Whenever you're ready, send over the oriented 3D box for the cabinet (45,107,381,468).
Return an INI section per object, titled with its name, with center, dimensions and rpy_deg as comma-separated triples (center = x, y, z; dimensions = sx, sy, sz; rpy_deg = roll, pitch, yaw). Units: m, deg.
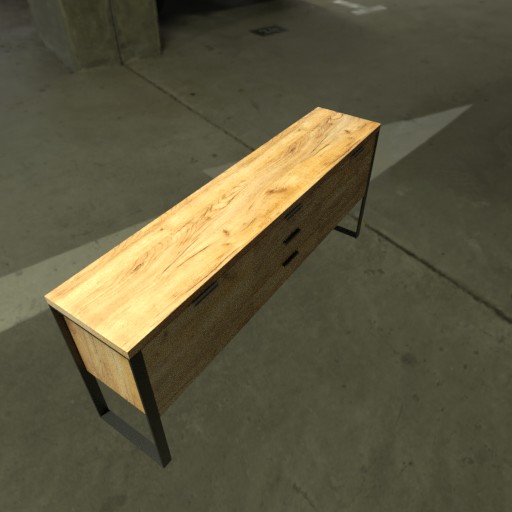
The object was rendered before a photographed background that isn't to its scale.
[cabinet]
center = 0.000, 0.000, 2.139
dimensions = 0.395, 0.762, 1.800
rpy_deg = 25, 47, 25
